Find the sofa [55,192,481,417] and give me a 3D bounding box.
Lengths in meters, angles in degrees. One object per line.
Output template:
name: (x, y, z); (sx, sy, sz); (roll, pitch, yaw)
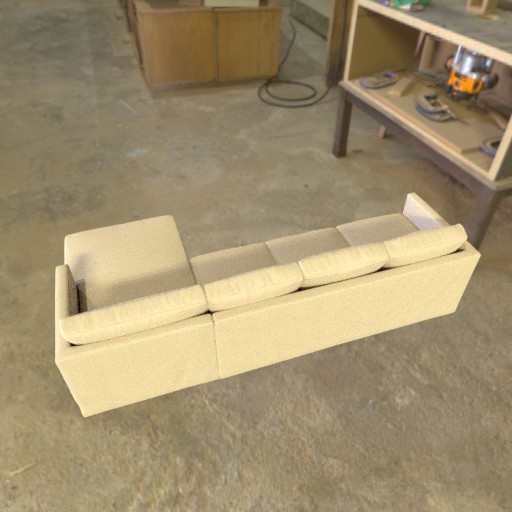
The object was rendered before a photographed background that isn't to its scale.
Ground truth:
sofa: (0.000, 0.000, 3.823); (3.206, 0.871, 1.622); (-13, 44, -14)
